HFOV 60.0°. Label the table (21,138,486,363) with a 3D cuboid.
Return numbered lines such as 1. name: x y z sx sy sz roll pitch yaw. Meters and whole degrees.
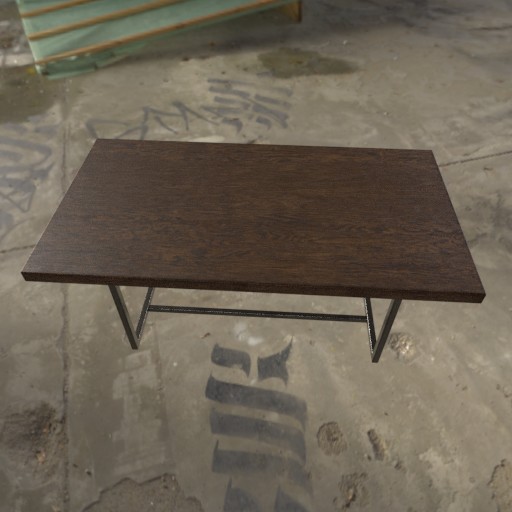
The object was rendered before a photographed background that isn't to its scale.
1. table: 0.000 0.000 2.540 1.989 0.795 1.078 3 47 2
